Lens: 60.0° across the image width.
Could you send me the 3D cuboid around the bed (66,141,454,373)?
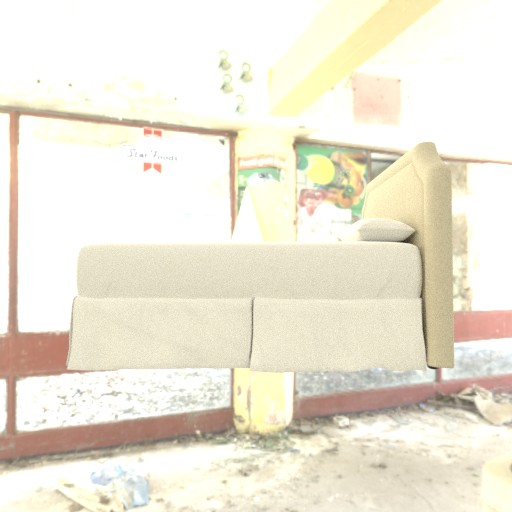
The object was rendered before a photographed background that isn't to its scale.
[{"bbox_3d":[0.000,0.000,3.179,2.116,1.290,1.693,0,-1,1],"label":"bed"}]
